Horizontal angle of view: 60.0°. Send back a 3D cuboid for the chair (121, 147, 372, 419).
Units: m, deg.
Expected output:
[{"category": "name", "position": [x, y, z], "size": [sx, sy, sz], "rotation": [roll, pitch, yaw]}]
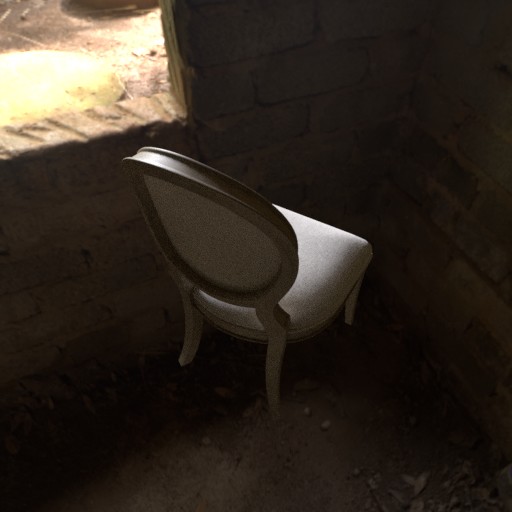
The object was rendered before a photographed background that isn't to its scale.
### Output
[{"category": "chair", "position": [0.000, 0.000, 1.306], "size": [0.558, 0.990, 0.602], "rotation": [23, 51, 21]}]
